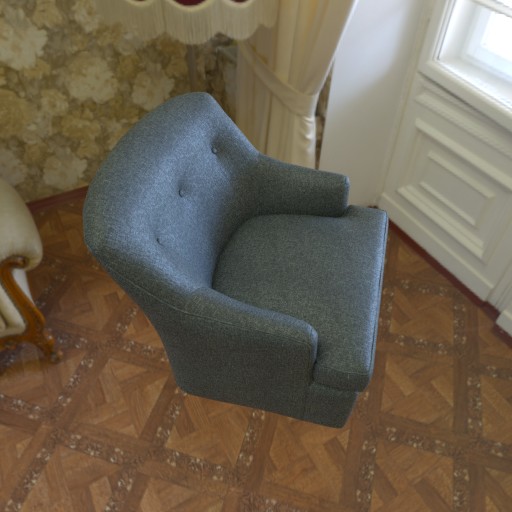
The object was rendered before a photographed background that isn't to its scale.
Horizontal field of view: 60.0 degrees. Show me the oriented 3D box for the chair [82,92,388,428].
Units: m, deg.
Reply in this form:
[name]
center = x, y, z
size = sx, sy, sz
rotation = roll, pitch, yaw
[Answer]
[chair]
center = 0.000, 0.000, 1.621
size = 0.923, 0.856, 0.864
rotation = 11, 48, 10
